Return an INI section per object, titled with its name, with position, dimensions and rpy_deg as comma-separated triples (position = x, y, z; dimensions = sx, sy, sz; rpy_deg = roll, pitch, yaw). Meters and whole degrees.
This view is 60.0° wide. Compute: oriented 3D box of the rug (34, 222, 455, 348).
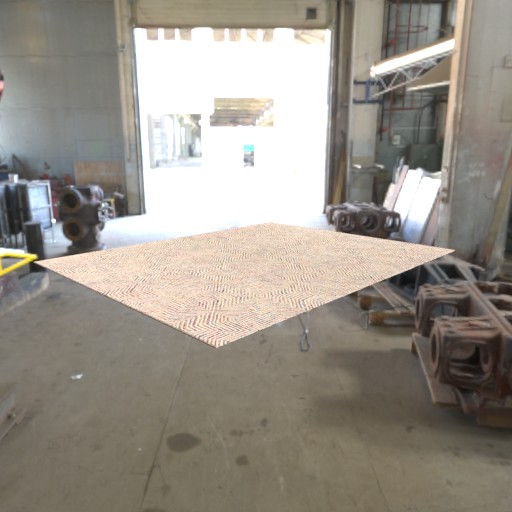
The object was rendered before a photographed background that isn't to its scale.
[rug]
position = 0.000, 0.000, 4.079
dimensions = 2.442, 0.008, 3.046
rpy_deg = 13, 19, 43
